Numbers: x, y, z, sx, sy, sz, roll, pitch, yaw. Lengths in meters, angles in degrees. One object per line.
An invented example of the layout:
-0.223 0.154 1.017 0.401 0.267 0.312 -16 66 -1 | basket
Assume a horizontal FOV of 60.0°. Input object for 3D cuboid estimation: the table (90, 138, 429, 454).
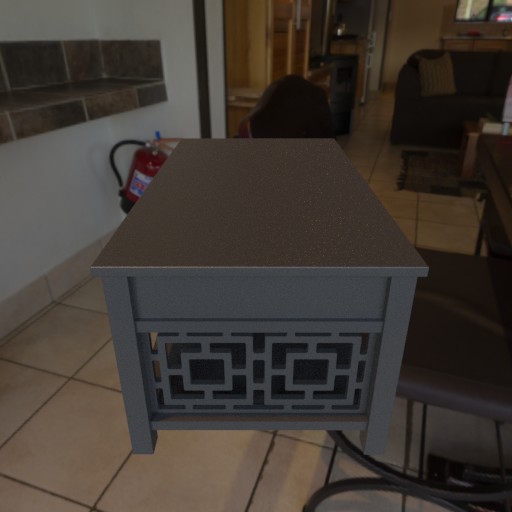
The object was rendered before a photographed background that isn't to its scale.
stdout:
0.000 0.000 1.369 0.612 0.493 1.068 0 27 0 | table
